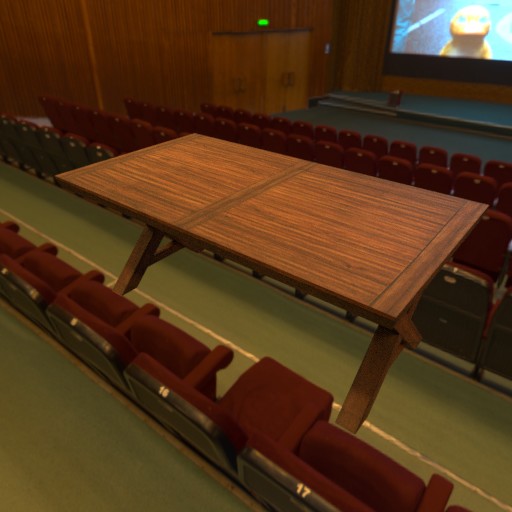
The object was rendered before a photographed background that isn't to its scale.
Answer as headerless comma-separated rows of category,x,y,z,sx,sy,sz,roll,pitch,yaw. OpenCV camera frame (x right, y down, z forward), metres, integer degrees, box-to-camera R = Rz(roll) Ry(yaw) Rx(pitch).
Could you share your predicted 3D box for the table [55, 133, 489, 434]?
table,0.000,0.000,2.465,1.966,0.793,1.071,22,38,32
